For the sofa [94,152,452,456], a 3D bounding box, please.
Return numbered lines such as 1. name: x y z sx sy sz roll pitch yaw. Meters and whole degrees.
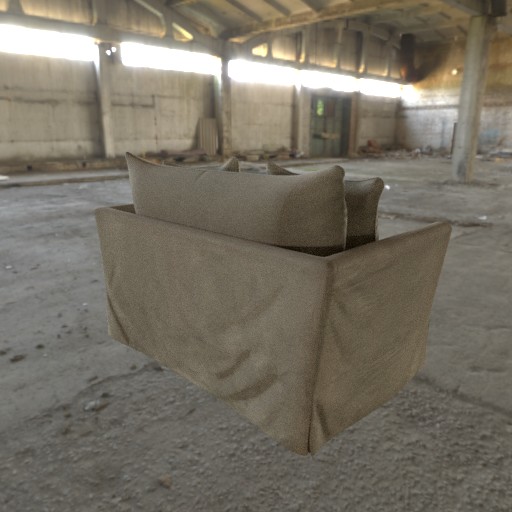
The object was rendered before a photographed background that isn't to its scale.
1. sofa: 0.000 0.000 2.310 1.608 1.040 1.035 15 21 43
